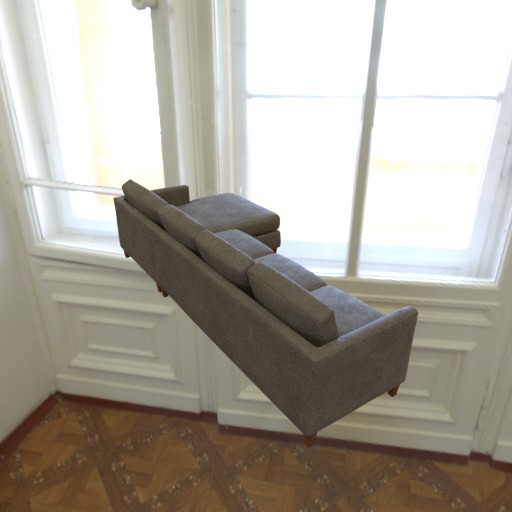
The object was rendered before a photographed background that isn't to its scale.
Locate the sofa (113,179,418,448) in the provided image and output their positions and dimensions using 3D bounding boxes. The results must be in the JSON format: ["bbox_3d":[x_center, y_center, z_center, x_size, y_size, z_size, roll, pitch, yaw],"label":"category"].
[{"bbox_3d":[0.000,0.000,4.238,1.604,0.950,3.471,-17,31,-31],"label":"sofa"}]
